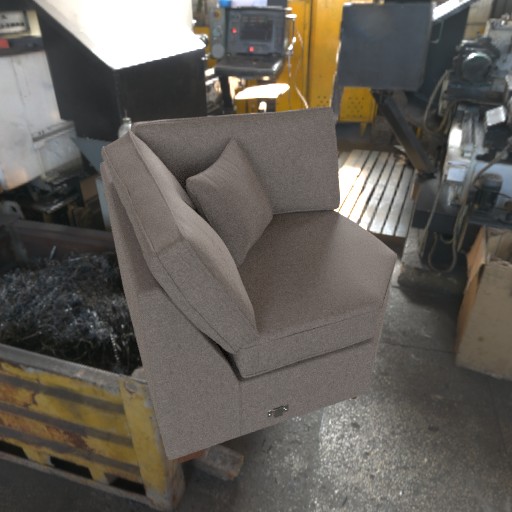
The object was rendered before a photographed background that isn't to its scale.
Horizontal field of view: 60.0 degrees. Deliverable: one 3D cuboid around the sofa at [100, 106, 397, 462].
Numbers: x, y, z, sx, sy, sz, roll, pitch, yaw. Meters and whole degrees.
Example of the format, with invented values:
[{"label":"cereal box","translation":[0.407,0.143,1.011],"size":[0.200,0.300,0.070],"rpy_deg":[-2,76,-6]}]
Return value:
[{"label":"sofa","translation":[0.000,0.000,1.798],"size":[1.042,0.951,1.050],"rpy_deg":[-12,34,-18]}]
